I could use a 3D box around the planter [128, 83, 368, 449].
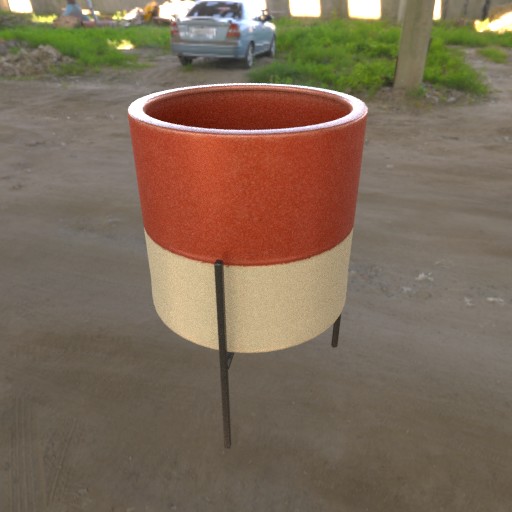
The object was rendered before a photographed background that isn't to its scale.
[{"bbox_3d":[0.000,0.000,0.530,0.251,0.354,0.235,-9,32,-16],"label":"planter"}]
